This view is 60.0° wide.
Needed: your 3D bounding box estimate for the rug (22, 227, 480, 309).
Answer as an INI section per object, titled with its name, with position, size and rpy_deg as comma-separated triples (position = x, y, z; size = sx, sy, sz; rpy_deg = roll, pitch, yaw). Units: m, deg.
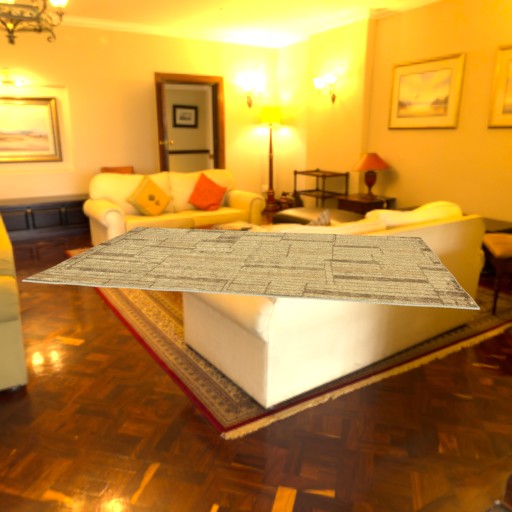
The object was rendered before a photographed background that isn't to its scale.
[rug]
position = 0.000, 0.000, 3.042
size = 2.444, 0.023, 1.531
rpy_deg = 3, 16, 9
